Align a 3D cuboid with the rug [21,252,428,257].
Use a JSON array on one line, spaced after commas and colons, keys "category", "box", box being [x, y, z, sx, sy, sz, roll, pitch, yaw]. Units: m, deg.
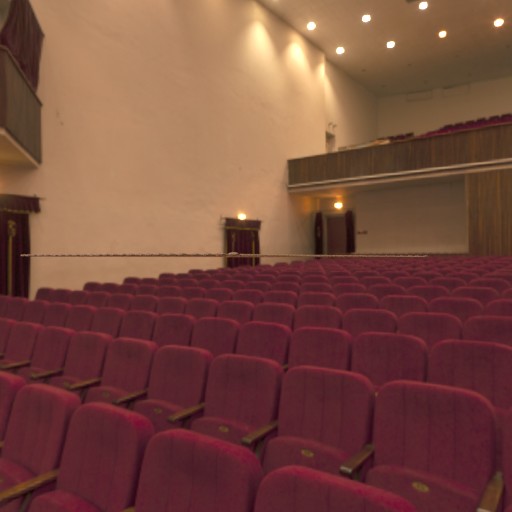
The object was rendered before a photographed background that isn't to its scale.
[{"category": "rug", "box": [0.000, 0.000, 3.815, 2.030, 0.017, 3.040, 0, 0, 37]}]
